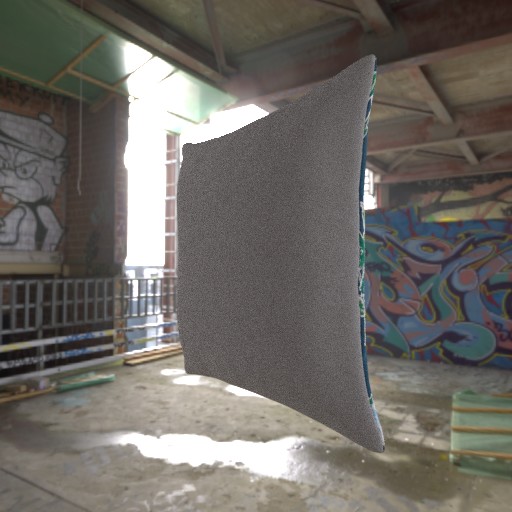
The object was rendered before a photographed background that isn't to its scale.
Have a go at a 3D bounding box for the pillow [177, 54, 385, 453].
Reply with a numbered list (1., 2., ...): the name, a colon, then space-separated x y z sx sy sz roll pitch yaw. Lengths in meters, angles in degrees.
1. pillow: 0.000 0.000 0.770 0.166 0.508 0.525 1 -2 -37
